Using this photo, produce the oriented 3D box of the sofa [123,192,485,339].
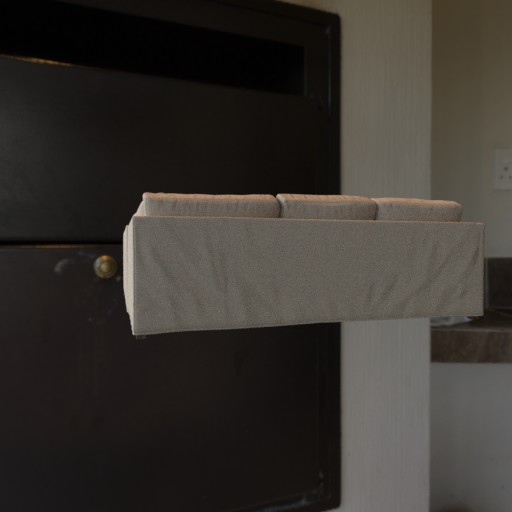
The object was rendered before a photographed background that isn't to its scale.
[{"bbox_3d":[0.000,0.000,4.293,2.432,0.871,3.182,0,1,-17],"label":"sofa"}]
